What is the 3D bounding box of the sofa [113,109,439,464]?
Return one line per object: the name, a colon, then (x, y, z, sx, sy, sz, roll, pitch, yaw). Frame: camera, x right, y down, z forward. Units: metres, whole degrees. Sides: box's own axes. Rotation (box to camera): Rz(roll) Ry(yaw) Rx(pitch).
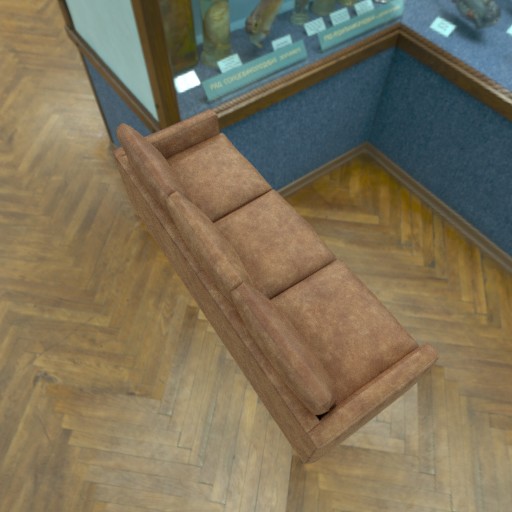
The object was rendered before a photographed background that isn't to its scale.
sofa: (0.000, 0.000, 2.471, 0.748, 0.863, 2.029, -29, 62, -17)
